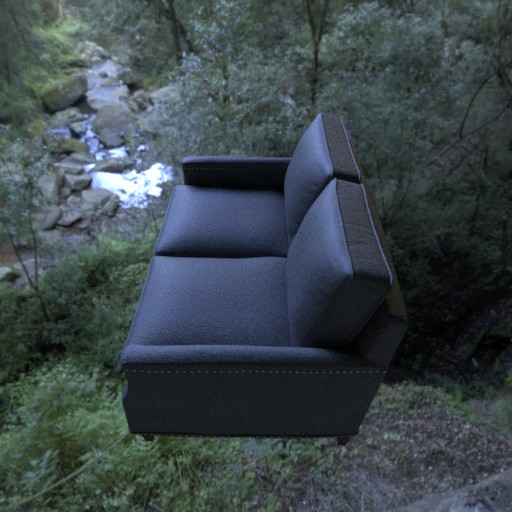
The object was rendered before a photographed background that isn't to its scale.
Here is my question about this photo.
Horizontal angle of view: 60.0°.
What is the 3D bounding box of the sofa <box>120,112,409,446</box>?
[{"bbox_3d":[0.000,0.000,2.278,1.084,1.003,1.597,1,41,1],"label":"sofa"}]
